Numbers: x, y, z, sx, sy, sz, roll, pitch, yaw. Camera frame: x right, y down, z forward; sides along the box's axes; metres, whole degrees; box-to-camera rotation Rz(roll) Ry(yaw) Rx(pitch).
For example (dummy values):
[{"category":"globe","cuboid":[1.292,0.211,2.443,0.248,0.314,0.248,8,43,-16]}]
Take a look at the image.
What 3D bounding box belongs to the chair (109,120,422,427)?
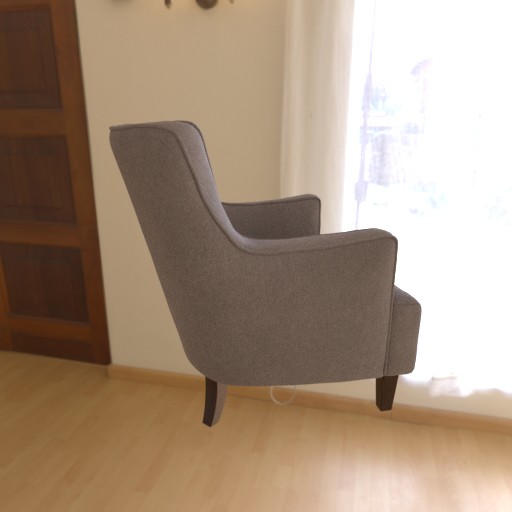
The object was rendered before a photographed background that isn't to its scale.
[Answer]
[{"category":"chair","cuboid":[0.000,0.000,1.571,0.910,0.919,0.781,-3,17,-10]}]
